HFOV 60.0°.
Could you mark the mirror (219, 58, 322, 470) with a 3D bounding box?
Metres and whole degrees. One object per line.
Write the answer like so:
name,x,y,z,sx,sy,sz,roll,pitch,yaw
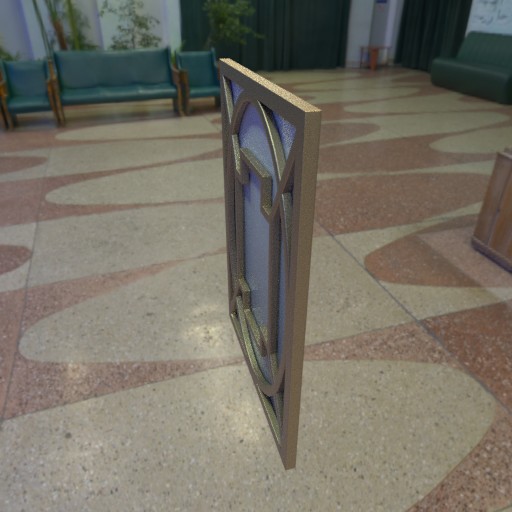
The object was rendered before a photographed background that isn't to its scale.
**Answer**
mirror,0.000,0.000,1.352,0.032,1.023,0.756,-8,32,-13
